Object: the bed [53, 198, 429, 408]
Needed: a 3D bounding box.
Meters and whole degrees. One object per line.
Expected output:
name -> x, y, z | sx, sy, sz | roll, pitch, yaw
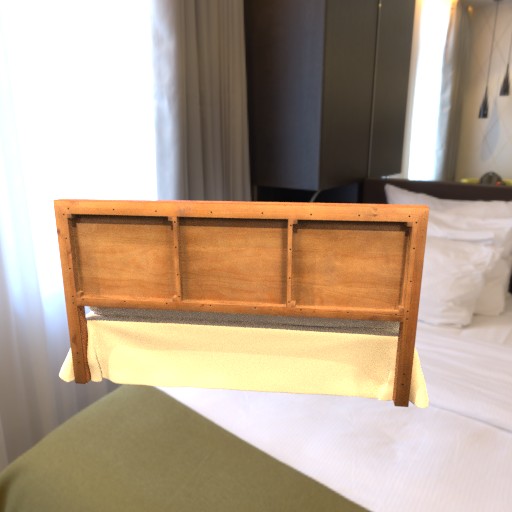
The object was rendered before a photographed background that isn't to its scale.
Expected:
bed -> 0.000, 0.000, 3.506 | 2.255, 1.158, 2.165 | 2, 16, 7
